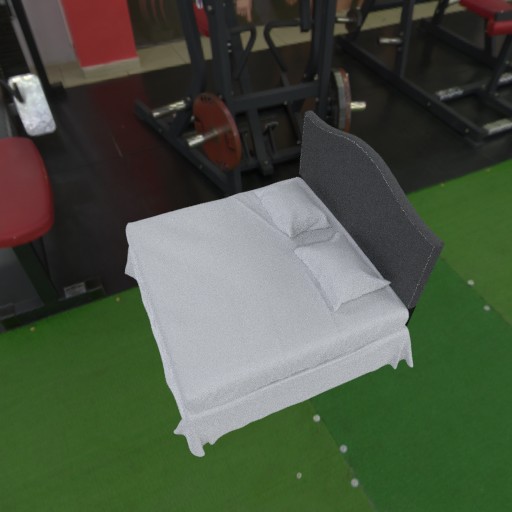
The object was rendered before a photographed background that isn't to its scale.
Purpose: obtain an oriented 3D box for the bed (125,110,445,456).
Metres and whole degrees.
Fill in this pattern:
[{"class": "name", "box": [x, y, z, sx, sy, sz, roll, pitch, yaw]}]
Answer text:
[{"class": "bed", "box": [0.000, 0.000, 3.880, 2.219, 1.651, 2.314, -18, 50, -16]}]
